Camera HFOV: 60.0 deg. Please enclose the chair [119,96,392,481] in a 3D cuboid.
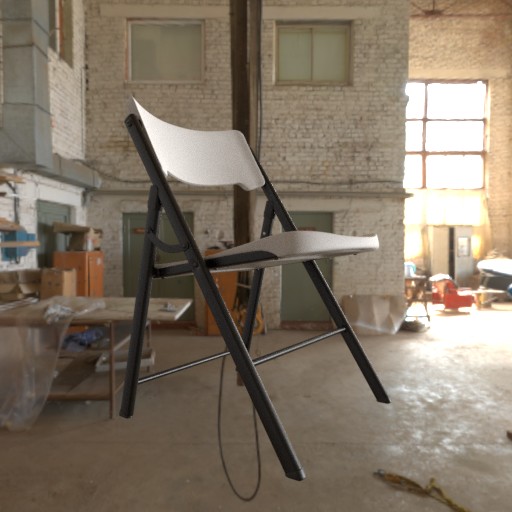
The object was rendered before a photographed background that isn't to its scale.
[{"bbox_3d":[0.000,0.000,1.104,0.577,0.765,0.482,1,2,36],"label":"chair"}]
